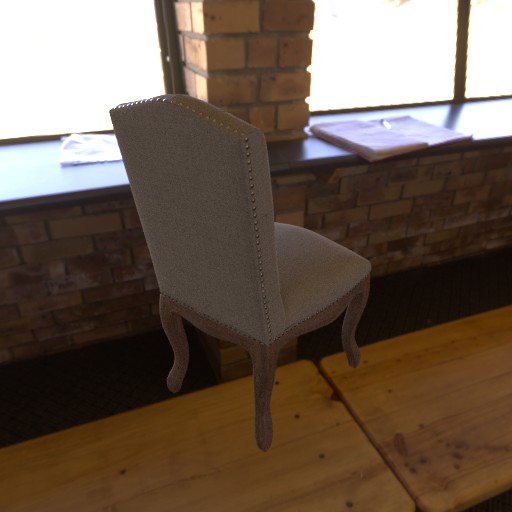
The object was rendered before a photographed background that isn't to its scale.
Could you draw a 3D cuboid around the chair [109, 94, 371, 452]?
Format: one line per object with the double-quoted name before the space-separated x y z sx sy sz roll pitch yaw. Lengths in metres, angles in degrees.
"chair" 0.000 0.000 1.586 0.637 1.191 0.731 20 36 31
